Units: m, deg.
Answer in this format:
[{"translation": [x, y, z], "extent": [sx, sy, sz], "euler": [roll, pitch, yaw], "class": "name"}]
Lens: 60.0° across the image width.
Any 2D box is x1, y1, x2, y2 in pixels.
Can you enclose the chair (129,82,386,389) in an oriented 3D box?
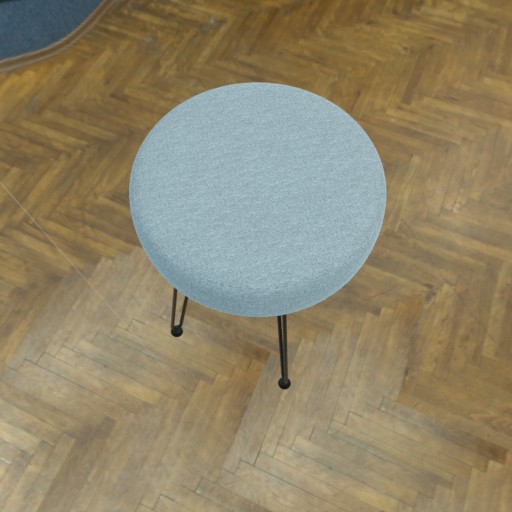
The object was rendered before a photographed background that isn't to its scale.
[{"translation": [0.000, 0.000, 0.689], "extent": [0.350, 0.440, 0.350], "euler": [-18, 65, -8], "class": "chair"}]
